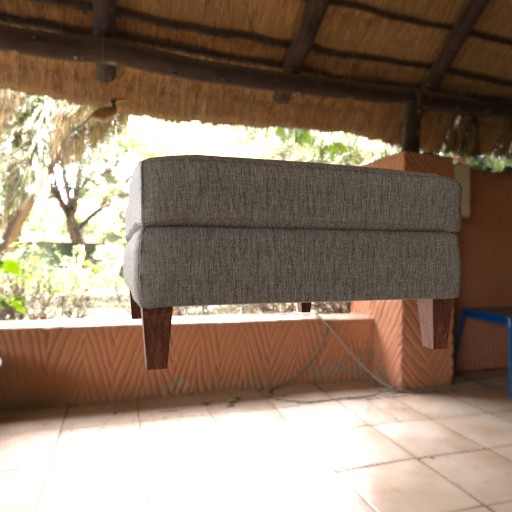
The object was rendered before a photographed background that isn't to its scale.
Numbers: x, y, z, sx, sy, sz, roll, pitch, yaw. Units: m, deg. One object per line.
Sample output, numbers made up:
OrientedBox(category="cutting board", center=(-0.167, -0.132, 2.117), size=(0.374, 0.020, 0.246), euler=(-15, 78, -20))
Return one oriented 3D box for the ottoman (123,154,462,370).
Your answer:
OrientedBox(category="ottoman", center=(0.000, 0.000, 1.482), size=(0.839, 0.492, 0.994), euler=(0, -1, -18))
